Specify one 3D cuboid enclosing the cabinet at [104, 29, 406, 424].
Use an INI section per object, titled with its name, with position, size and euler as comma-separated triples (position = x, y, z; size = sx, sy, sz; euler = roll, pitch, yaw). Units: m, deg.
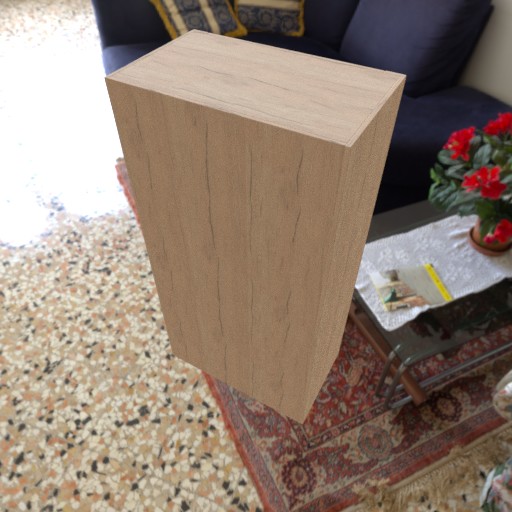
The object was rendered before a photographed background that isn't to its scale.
[cabinet]
position = 0.000, 0.000, 2.352
size = 0.980, 1.930, 0.580
euler = 22, 50, 20
